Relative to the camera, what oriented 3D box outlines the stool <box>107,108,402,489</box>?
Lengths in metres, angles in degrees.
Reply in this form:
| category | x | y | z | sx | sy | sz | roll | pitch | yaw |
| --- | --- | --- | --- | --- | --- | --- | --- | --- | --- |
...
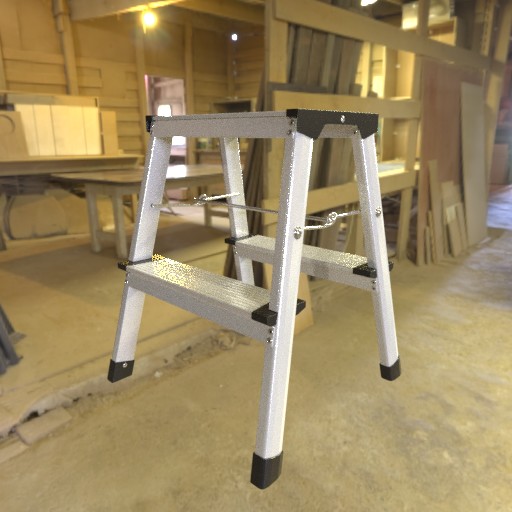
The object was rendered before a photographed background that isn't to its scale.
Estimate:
| category | x | y | z | sx | sy | sz | roll | pitch | yaw |
| --- | --- | --- | --- | --- | --- | --- | --- | --- | --- |
| stool | 0.000 | 0.000 | 0.787 | 0.404 | 0.480 | 0.405 | 14 | 21 | 41 |
